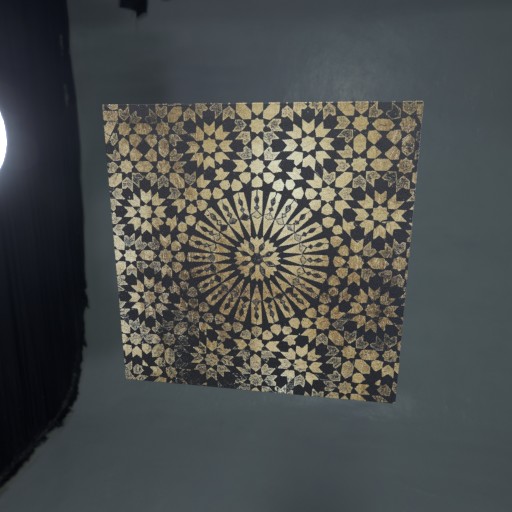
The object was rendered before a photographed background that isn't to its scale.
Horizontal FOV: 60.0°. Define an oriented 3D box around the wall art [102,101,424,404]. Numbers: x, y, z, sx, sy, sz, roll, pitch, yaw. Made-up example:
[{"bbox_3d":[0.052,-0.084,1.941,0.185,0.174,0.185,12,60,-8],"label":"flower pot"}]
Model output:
[{"bbox_3d":[0.000,0.000,0.622,0.405,0.405,0.038,3,15,9],"label":"wall art"}]
